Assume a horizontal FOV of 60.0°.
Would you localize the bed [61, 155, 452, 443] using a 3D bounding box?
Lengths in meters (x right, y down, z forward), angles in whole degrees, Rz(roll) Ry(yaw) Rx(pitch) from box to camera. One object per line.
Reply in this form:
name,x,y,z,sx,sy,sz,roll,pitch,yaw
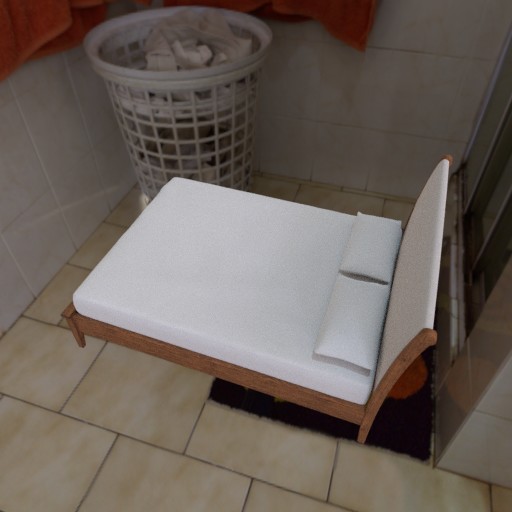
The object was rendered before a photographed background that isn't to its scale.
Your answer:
bed,0.000,0.000,2.934,2.108,1.135,1.502,14,46,14
